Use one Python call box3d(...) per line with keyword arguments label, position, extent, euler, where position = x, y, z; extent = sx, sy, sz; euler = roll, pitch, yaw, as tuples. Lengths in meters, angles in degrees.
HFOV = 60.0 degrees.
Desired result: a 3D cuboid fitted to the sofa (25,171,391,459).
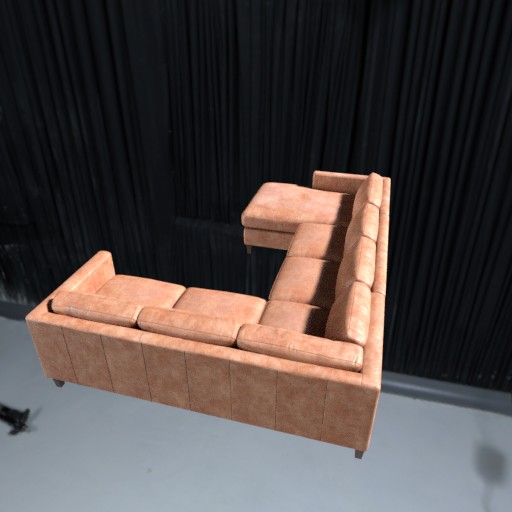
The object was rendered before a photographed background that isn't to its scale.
box3d(label="sofa", position=(0.000, 0.000, 4.368), extent=(2.430, 0.832, 3.401), euler=(8, 32, 13))
